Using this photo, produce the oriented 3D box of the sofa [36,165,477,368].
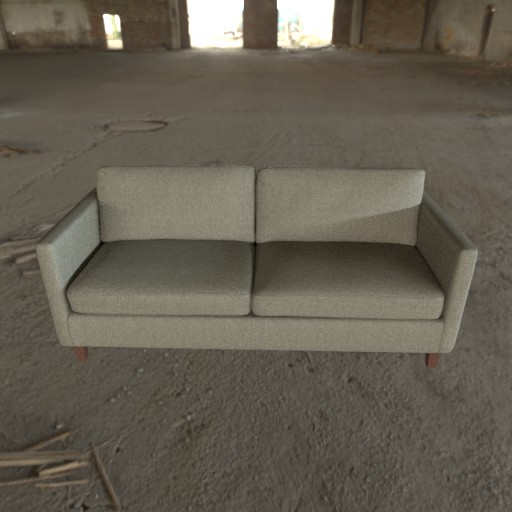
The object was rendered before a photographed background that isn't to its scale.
[{"bbox_3d":[0.000,0.000,2.684,2.208,0.960,0.956,1,28,1],"label":"sofa"}]
